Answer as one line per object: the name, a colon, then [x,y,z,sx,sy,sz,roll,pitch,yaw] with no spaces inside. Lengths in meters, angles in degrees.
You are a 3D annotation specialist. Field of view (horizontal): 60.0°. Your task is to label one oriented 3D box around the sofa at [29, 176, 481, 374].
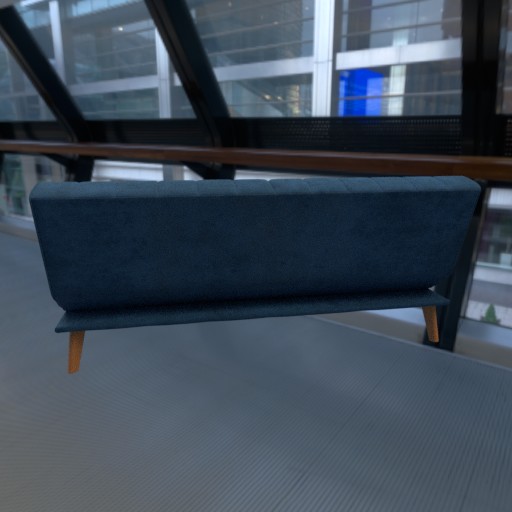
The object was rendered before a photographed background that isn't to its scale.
sofa: [0.000,0.000,2.228,1.804,0.813,0.855,-3,15,-10]
